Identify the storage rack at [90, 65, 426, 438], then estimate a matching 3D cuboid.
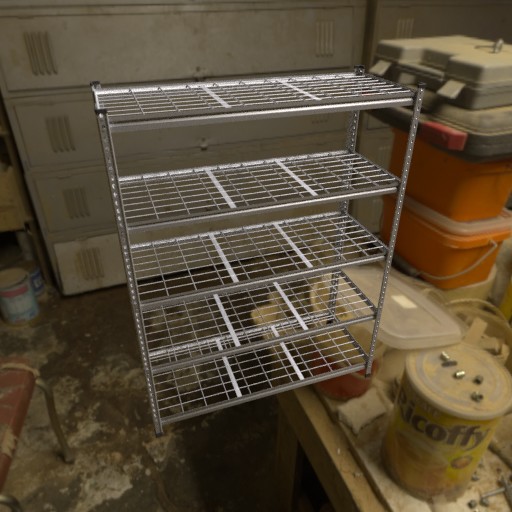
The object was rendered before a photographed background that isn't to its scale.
[{"bbox_3d":[0.000,0.000,2.674,1.524,1.981,0.610,-10,33,-16],"label":"storage rack"}]
